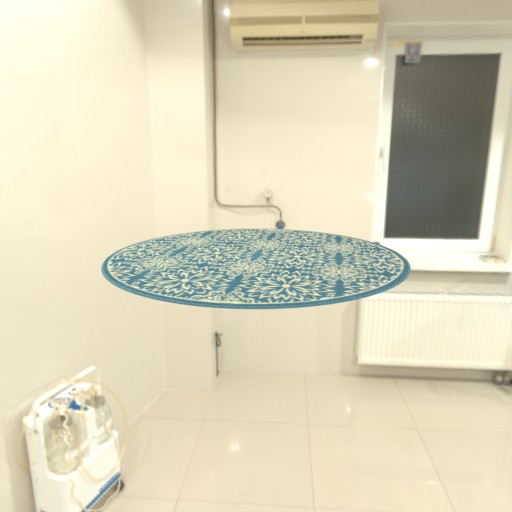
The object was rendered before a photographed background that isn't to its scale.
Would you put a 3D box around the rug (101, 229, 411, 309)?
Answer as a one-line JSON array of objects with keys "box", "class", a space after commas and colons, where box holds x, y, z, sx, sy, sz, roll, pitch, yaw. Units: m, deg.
[{"box": [0.000, 0.000, 2.408, 1.593, 0.012, 1.593, 0, 14, 0], "class": "rug"}]
